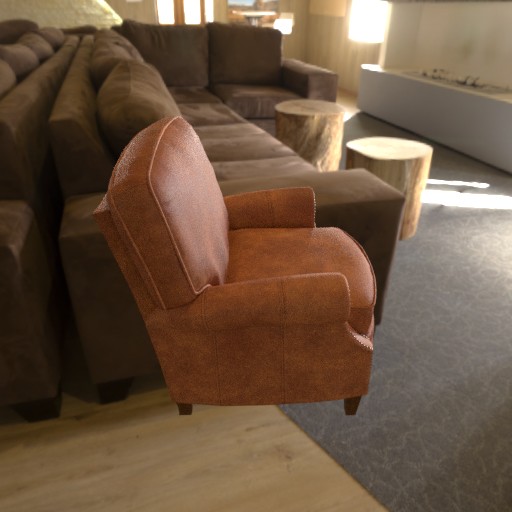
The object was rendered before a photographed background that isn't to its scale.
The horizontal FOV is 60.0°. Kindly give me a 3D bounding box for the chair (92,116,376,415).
[{"bbox_3d":[0.000,0.000,1.777,0.986,1.018,0.936,-1,30,-1],"label":"chair"}]
